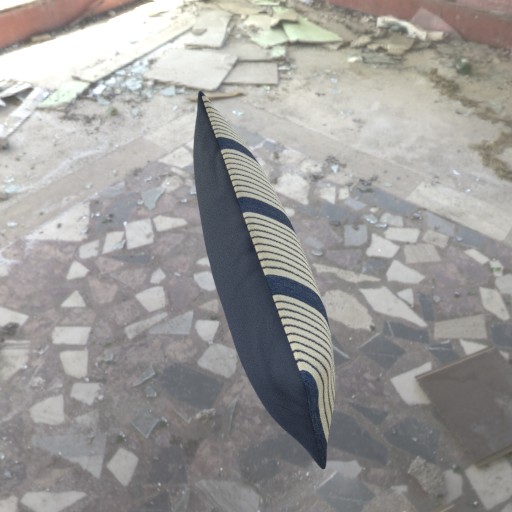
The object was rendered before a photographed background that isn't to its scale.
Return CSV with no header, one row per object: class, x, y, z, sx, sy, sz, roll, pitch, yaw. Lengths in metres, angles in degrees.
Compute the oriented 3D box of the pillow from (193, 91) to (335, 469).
pillow,0.000,0.000,0.729,0.156,0.292,0.608,-11,48,-10
